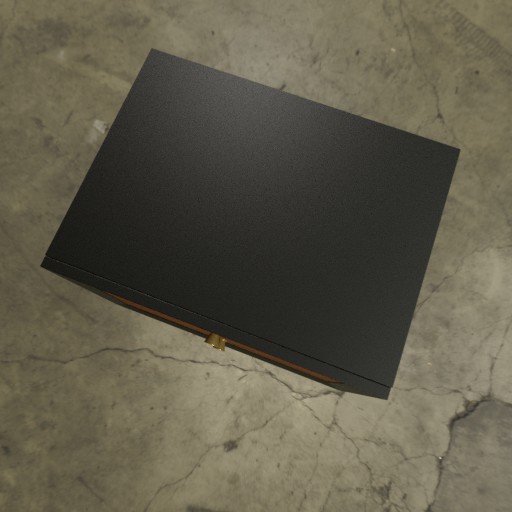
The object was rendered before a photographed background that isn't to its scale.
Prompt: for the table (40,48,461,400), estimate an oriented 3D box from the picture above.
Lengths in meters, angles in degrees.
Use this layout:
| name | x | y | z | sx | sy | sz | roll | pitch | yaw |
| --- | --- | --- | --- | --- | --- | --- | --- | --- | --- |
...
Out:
| name | x | y | z | sx | sy | sz | roll | pitch | yaw |
| --- | --- | --- | --- | --- | --- | --- | --- | --- | --- |
| table | 0.000 | 0.000 | 0.993 | 0.564 | 0.584 | 0.441 | 20 | 76 | 5 |
